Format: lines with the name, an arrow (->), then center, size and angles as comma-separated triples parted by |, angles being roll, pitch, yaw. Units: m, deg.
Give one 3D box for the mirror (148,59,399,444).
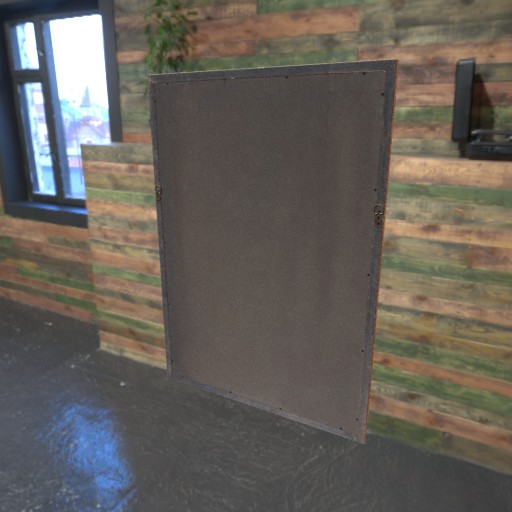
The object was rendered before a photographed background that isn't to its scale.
mirror -> 0.000, 0.000, 1.269 | 0.705, 0.996, 0.025 | 9, 19, 27
